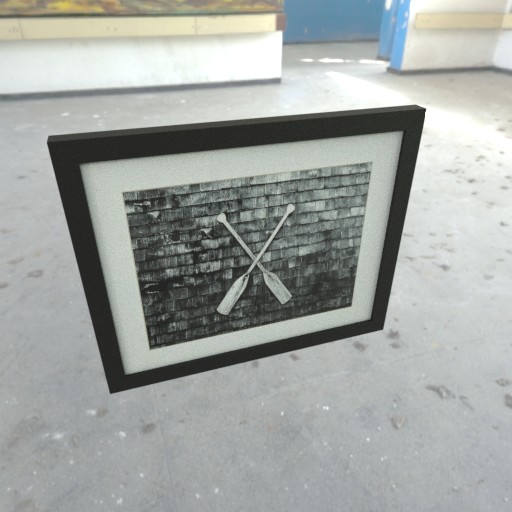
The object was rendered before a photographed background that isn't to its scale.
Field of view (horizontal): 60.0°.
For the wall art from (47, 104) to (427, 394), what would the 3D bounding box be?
[{"bbox_3d":[0.000,0.000,0.757,0.558,0.457,0.029,-10,33,-15],"label":"wall art"}]
